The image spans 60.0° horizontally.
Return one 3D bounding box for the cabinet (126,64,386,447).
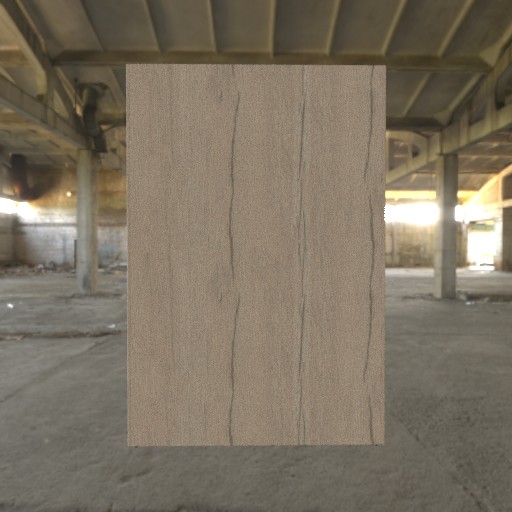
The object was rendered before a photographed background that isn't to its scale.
[{"bbox_3d":[0.000,0.000,2.691,1.400,2.070,0.580,0,1,-1],"label":"cabinet"}]
